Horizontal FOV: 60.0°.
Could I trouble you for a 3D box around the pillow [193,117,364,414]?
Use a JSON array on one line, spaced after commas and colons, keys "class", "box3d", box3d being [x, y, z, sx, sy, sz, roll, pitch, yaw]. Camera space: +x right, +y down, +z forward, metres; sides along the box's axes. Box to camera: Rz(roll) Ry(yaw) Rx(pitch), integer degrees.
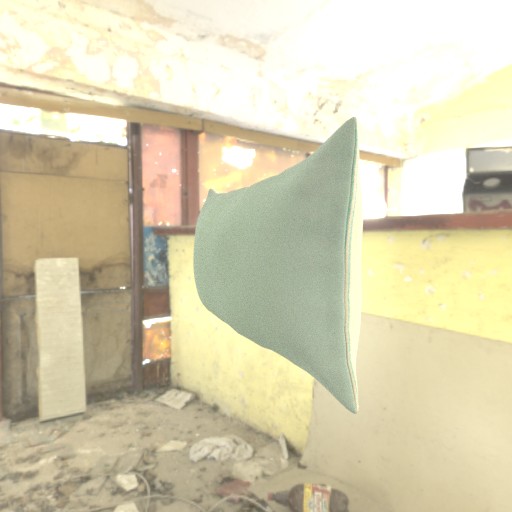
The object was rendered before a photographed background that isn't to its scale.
[{"class": "pillow", "box3d": [0.000, 0.000, 0.714, 0.151, 0.287, 0.610, -1, 2, -19]}]
